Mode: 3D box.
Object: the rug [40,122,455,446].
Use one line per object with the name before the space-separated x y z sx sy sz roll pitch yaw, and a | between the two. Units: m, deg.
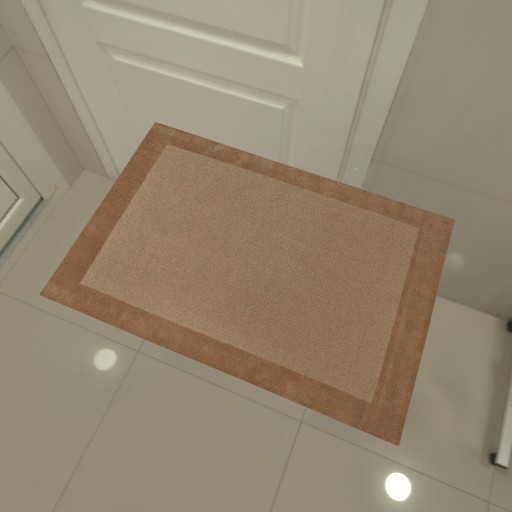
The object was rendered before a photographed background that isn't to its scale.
rug | 0.000 0.000 2.302 1.829 0.014 1.219 20 65 10
